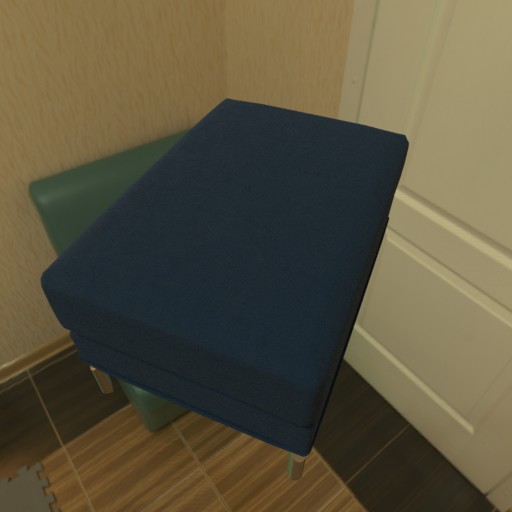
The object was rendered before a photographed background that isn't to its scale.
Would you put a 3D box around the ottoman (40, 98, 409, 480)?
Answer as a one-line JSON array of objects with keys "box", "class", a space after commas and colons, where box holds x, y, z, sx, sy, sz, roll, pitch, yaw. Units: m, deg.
[{"box": [0.000, 0.000, 1.175, 0.587, 0.498, 0.835, 17, 48, 16], "class": "ottoman"}]
